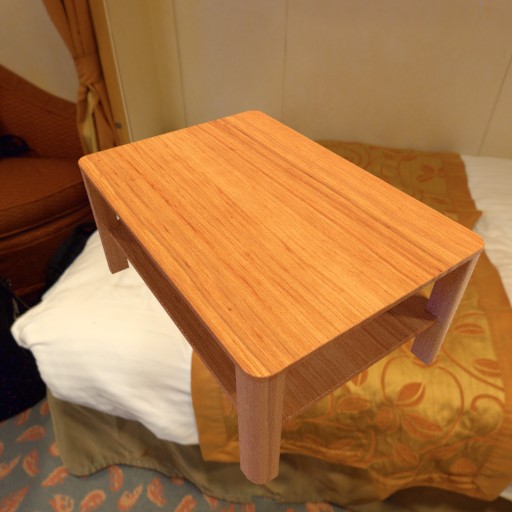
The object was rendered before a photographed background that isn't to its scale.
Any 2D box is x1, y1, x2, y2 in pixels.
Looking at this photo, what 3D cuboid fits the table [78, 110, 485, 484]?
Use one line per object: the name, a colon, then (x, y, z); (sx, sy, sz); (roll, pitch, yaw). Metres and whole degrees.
table: (0.000, 0.000, 1.374); (0.696, 0.445, 0.997); (-24, 46, -26)
